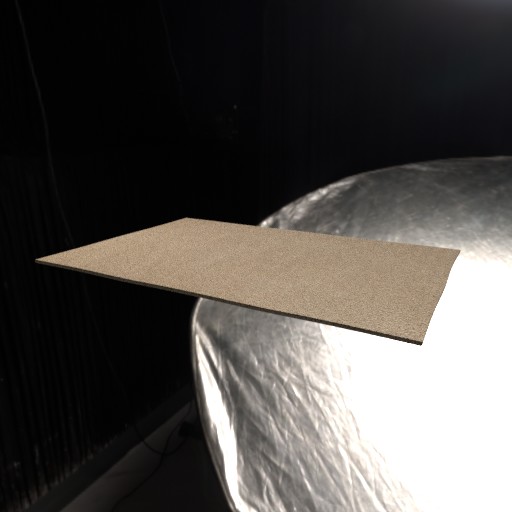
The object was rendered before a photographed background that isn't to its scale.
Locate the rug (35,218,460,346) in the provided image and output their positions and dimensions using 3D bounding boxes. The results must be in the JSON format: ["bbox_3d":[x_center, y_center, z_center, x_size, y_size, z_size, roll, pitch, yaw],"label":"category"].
[{"bbox_3d":[0.000,0.000,3.373,2.699,0.025,1.800,9,18,28],"label":"rug"}]
